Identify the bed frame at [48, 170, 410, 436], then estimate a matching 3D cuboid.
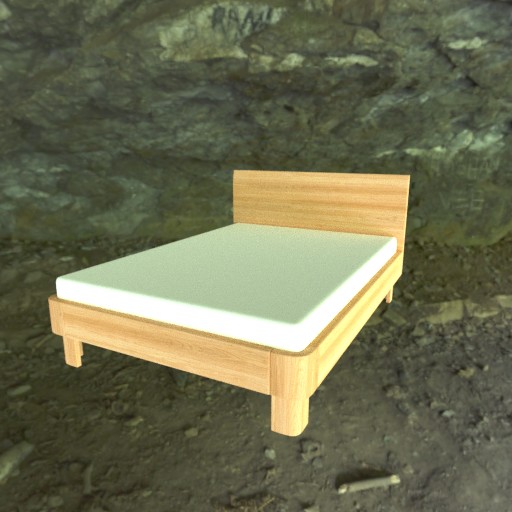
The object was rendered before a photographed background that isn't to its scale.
[{"bbox_3d":[0.000,0.000,2.806,1.472,0.940,1.992,7,16,27],"label":"bed frame"}]
